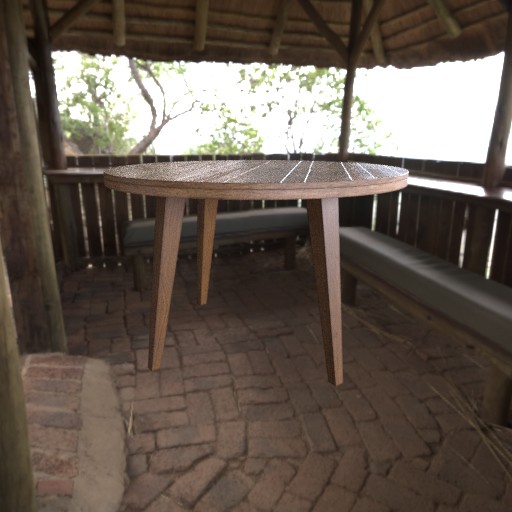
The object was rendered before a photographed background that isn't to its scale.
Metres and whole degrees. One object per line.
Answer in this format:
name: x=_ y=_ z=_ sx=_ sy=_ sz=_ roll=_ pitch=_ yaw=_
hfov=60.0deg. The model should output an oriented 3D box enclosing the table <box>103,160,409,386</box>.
table: x=0.000 y=0.000 z=1.955 sx=1.213 sy=0.764 sz=1.213 roll=0 pitch=15 yaw=0
